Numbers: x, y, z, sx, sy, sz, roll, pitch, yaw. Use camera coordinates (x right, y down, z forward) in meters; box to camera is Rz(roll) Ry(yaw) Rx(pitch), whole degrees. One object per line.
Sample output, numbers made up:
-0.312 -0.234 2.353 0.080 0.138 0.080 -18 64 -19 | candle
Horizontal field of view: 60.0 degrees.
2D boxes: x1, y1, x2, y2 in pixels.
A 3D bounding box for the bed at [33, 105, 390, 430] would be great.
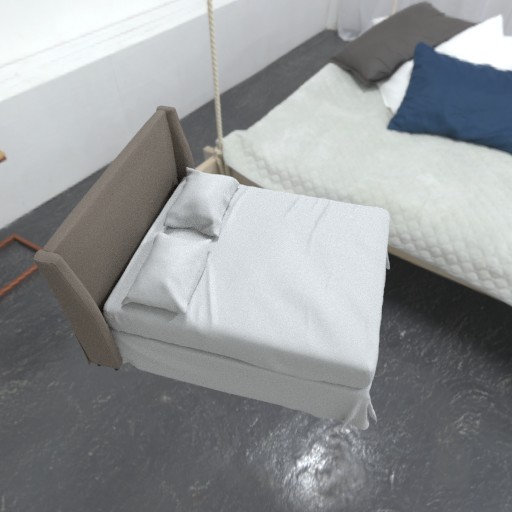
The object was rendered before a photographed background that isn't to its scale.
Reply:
0.000 0.000 3.530 2.276 1.332 1.925 11 48 10 | bed
